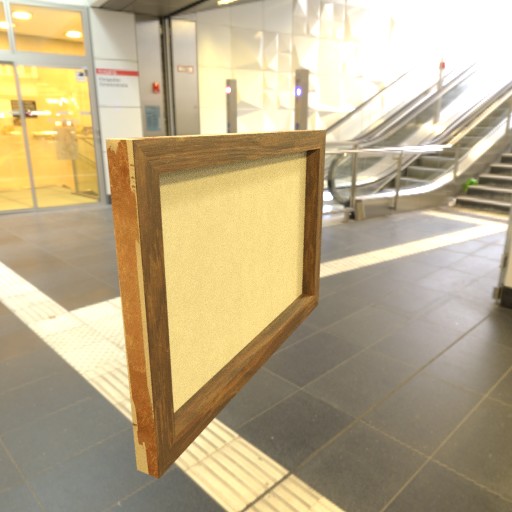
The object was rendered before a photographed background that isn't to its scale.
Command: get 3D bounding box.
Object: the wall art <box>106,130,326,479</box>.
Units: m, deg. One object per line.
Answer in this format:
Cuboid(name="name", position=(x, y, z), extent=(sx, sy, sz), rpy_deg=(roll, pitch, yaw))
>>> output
Cuboid(name="wall art", position=(0.000, 0.000, 0.756), extent=(0.035, 0.405, 0.609), rpy_deg=(8, 19, 25))
